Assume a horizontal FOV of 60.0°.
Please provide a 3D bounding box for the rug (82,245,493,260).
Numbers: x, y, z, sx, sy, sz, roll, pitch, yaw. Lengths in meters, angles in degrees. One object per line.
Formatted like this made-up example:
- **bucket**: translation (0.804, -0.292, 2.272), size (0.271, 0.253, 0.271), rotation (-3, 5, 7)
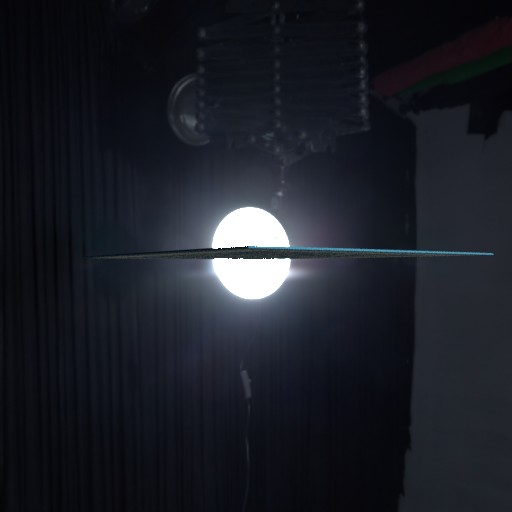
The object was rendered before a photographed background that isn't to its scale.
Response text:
- **rug**: translation (0.000, 0.000, 3.935), size (2.226, 0.015, 3.044), rotation (1, -2, -35)
